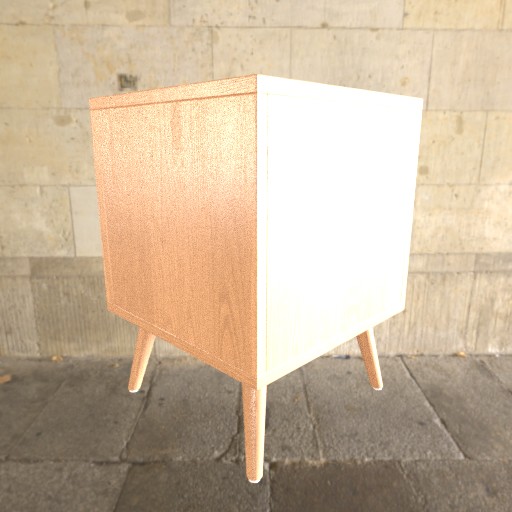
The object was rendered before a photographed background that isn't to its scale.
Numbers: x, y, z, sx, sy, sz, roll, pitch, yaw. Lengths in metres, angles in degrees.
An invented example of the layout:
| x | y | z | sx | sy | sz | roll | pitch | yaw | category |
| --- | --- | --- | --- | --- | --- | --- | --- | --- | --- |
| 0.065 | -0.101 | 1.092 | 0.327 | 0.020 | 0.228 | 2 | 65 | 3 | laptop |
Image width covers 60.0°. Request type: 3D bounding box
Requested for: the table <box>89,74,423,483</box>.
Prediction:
| x | y | z | sx | sy | sz | roll | pitch | yaw | category |
| --- | --- | --- | --- | --- | --- | --- | --- | --- | --- |
| 0.000 | 0.000 | 0.818 | 0.400 | 0.550 | 0.400 | 14 | 20 | 43 | table |
